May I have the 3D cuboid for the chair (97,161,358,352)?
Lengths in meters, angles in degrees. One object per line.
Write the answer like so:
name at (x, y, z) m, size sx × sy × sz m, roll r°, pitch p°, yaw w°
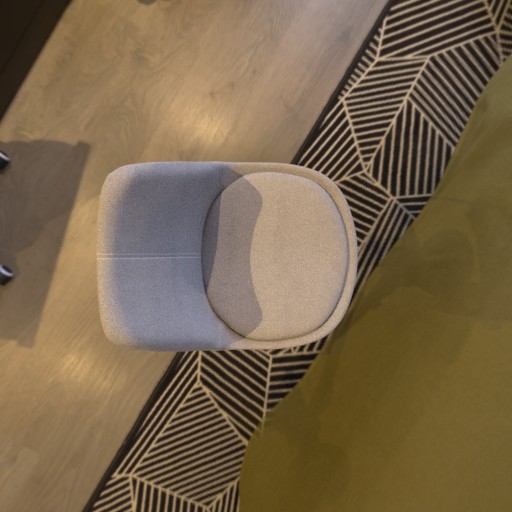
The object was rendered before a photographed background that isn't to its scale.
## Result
chair at (0.000, 0.000, 1.171) m, size 0.549 × 0.863 × 0.474 m, roll 0°, pitch 90°, yaw 0°
